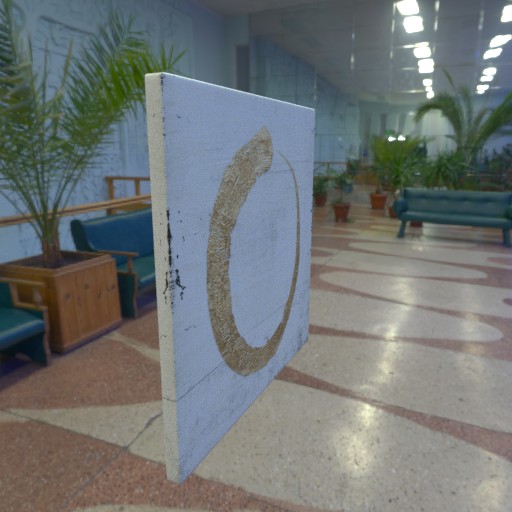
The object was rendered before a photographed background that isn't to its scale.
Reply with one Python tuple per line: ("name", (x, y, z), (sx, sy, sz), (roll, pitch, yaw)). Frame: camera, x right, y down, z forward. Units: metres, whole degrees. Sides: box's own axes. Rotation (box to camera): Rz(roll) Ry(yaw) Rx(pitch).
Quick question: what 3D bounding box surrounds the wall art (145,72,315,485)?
("wall art", (0.000, 0.000, 1.121), (0.038, 0.762, 0.762), (6, 15, 25))
